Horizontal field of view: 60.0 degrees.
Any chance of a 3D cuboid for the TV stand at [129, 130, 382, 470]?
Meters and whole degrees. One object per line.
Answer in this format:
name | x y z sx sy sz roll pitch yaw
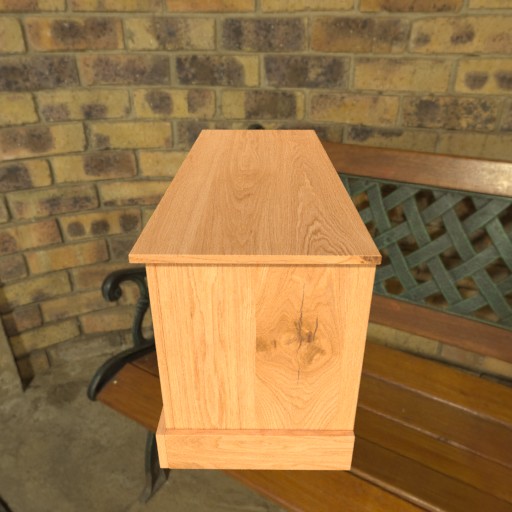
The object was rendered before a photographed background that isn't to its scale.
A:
TV stand | 0.000 0.000 1.362 0.440 0.550 1.080 0 27 1
